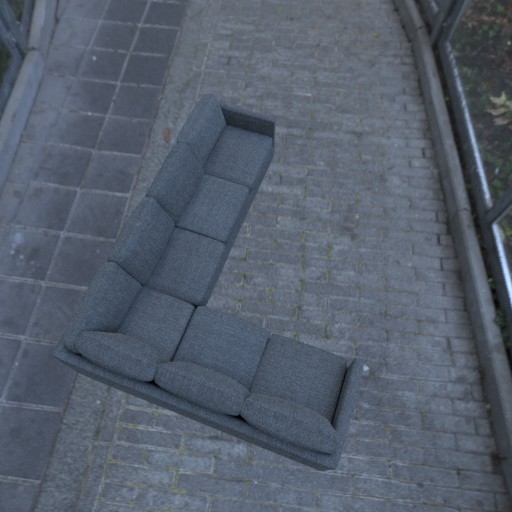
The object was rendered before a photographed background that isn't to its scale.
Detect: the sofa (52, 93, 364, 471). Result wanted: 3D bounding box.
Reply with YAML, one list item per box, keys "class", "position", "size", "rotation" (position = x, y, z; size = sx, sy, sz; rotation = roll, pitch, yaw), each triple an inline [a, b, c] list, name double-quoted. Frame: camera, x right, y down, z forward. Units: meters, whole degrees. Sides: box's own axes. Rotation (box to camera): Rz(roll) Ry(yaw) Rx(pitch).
- class: "sofa"
  position: [0.000, 0.000, 4.513]
  size: [2.593, 0.947, 3.302]
  rotation: [18, 64, 9]
